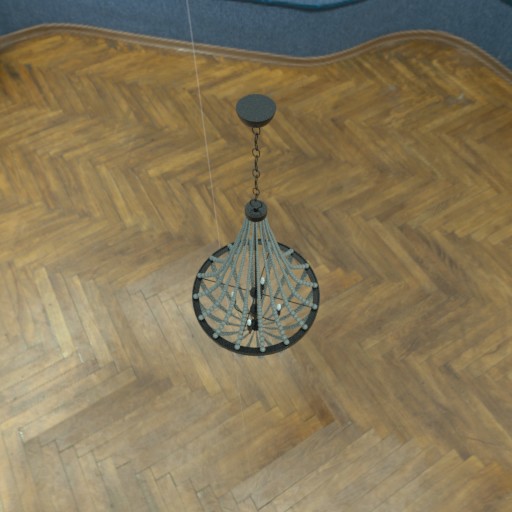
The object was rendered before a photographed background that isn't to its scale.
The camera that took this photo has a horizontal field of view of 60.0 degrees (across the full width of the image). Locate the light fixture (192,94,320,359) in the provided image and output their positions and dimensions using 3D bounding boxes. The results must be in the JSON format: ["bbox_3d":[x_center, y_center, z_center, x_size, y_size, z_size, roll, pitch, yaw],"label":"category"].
[{"bbox_3d":[0.000,0.000,1.348,0.450,1.133,0.450,0,59,0],"label":"light fixture"}]
